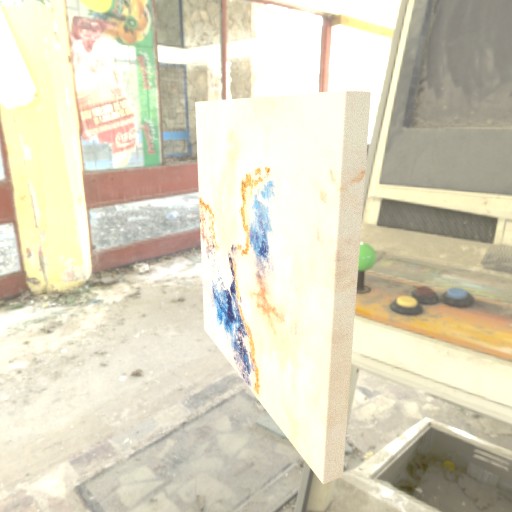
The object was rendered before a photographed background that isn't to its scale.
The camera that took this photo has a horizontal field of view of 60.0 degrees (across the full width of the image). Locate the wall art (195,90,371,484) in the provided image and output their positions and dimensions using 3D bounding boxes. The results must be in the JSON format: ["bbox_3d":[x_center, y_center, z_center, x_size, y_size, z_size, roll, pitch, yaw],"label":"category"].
[{"bbox_3d":[0.000,0.000,1.581,0.071,1.061,1.061,-8,19,-24],"label":"wall art"}]
